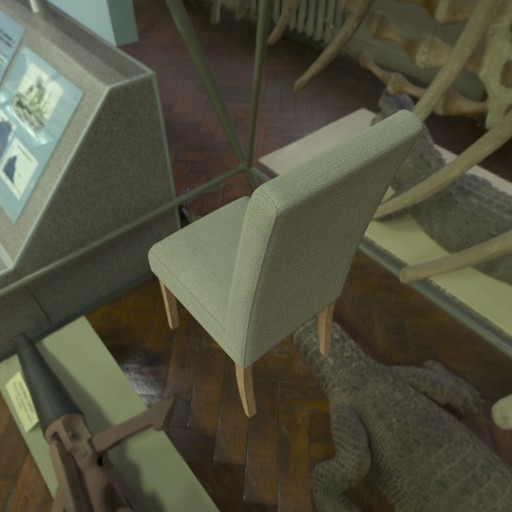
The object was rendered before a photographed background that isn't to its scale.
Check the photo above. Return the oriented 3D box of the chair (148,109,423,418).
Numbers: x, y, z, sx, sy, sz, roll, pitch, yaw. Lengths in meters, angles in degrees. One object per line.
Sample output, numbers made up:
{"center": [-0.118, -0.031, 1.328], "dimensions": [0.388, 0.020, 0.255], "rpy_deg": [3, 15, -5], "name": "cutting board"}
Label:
{"center": [0.000, 0.000, 1.357], "dimensions": [0.450, 1.033, 0.611], "rpy_deg": [-32, 54, -27], "name": "chair"}
